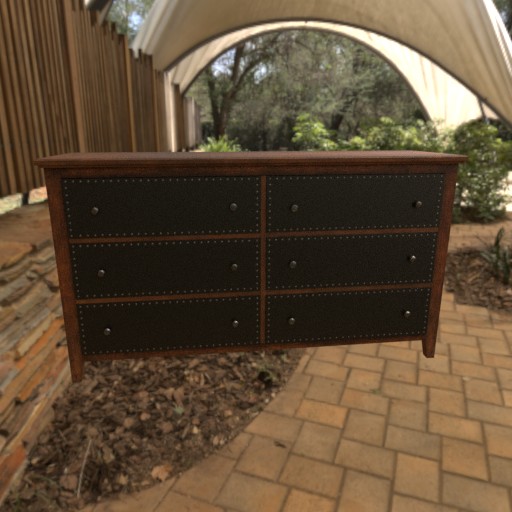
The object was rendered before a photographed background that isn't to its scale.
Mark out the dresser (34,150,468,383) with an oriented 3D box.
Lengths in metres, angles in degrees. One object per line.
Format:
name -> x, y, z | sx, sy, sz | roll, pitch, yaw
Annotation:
dresser -> 0.000, 0.000, 1.901 | 1.551, 0.856, 0.463 | -2, 16, -7
